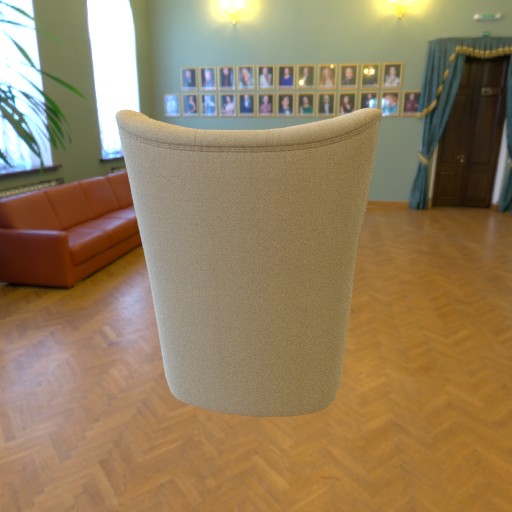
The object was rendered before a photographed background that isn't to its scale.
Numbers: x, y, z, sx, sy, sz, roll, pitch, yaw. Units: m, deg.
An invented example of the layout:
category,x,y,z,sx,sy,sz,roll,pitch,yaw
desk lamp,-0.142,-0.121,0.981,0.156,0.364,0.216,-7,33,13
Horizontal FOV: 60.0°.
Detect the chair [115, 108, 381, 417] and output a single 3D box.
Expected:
category,x,y,z,sx,sy,sz,roll,pitch,yaw
chair,0.000,0.000,1.736,0.831,1.079,0.929,2,17,8
